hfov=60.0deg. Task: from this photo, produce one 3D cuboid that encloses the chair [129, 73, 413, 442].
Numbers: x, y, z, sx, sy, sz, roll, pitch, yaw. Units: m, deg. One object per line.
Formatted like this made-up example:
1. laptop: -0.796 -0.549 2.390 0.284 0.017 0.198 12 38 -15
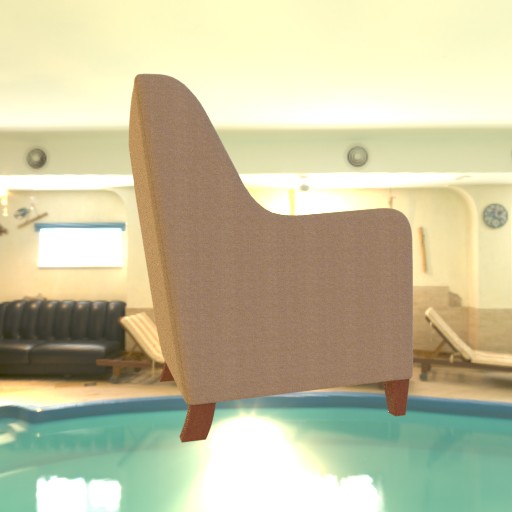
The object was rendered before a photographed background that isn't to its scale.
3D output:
1. chair: 0.000 0.000 1.617 0.890 1.017 0.715 0 -1 -17
